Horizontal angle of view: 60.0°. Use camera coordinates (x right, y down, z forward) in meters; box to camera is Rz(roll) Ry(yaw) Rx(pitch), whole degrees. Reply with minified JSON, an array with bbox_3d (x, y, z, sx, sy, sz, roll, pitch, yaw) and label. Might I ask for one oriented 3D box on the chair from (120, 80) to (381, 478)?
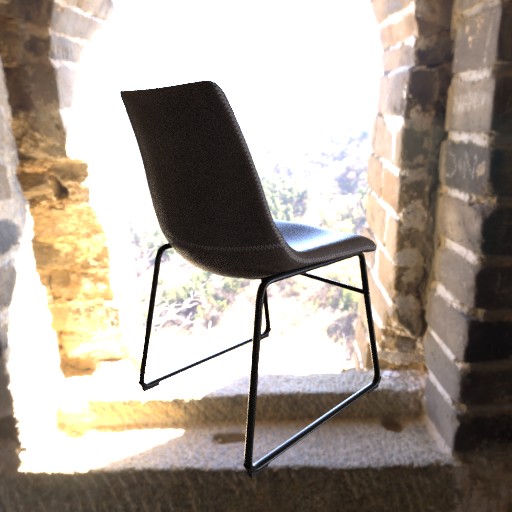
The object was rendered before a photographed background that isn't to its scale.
[{"bbox_3d":[0.000,0.000,1.124,0.550,0.780,0.460,-15,22,-42],"label":"chair"}]
